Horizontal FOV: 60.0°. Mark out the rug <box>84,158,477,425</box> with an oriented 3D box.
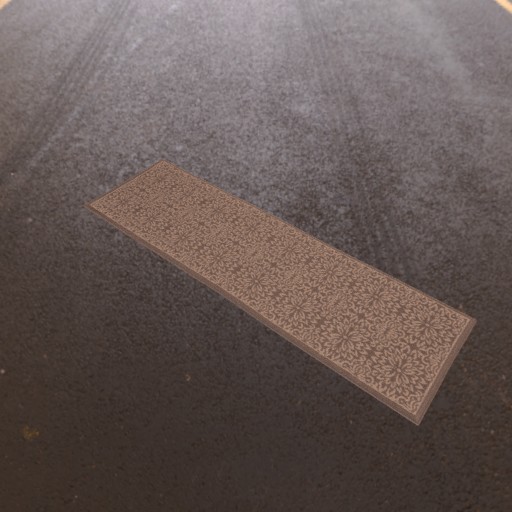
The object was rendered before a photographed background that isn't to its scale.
[{"bbox_3d":[0.000,0.000,2.430,2.196,0.011,0.662,30,53,26],"label":"rug"}]
